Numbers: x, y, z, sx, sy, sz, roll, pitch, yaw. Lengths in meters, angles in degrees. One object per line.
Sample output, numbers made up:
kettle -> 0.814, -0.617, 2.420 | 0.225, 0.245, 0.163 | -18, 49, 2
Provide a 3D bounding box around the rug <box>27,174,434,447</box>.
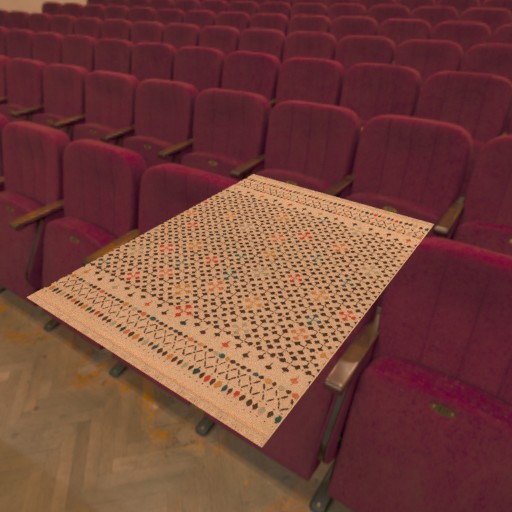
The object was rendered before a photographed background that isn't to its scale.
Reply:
rug -> 0.000, 0.000, 2.028 | 1.146, 0.006, 1.556 | 21, 38, 29
